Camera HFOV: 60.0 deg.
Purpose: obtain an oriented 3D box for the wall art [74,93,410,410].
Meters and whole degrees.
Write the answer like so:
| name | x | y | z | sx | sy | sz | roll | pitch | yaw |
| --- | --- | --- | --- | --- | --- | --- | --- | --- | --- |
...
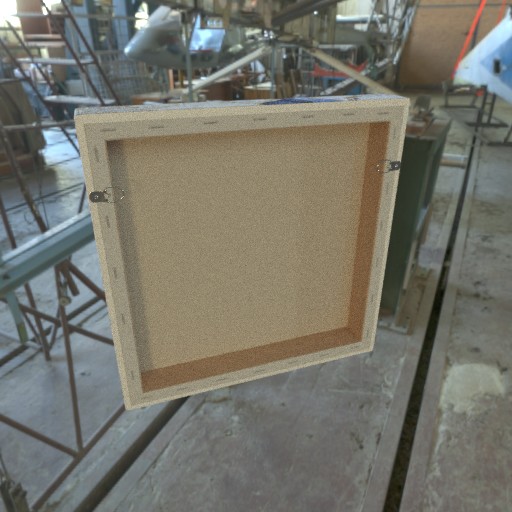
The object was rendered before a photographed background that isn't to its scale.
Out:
| name | x | y | z | sx | sy | sz | roll | pitch | yaw |
| --- | --- | --- | --- | --- | --- | --- | --- | --- | --- |
| wall art | 0.000 | 0.000 | 0.460 | 0.303 | 0.304 | 0.036 | -9 | 28 | -17 |
